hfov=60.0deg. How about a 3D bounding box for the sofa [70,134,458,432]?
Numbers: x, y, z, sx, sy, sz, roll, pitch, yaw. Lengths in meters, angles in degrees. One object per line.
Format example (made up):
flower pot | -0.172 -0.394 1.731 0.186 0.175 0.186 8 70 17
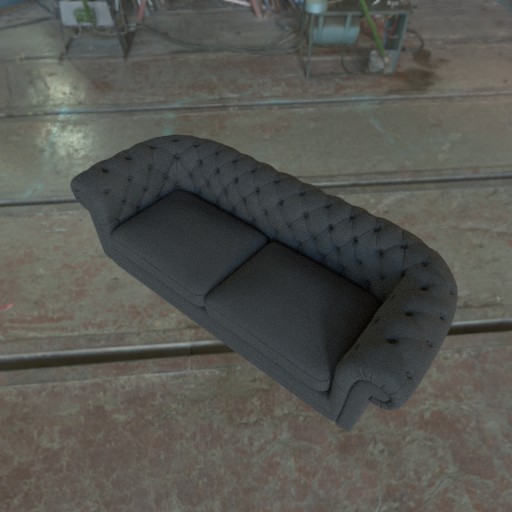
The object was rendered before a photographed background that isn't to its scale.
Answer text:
sofa | 0.000 0.000 2.784 2.362 0.762 0.991 31 53 26
